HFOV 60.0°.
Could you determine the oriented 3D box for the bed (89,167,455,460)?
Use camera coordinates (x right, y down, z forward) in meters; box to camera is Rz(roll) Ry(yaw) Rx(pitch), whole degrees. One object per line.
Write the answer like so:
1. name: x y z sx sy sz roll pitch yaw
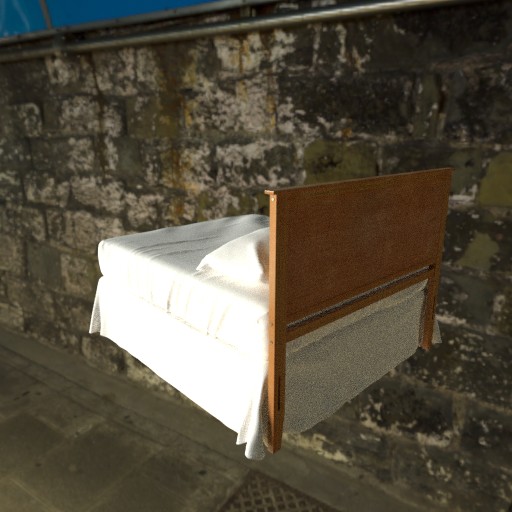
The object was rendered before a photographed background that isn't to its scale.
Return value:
1. bed: 0.000 0.000 3.186 1.870 1.273 2.035 -14 21 -41
